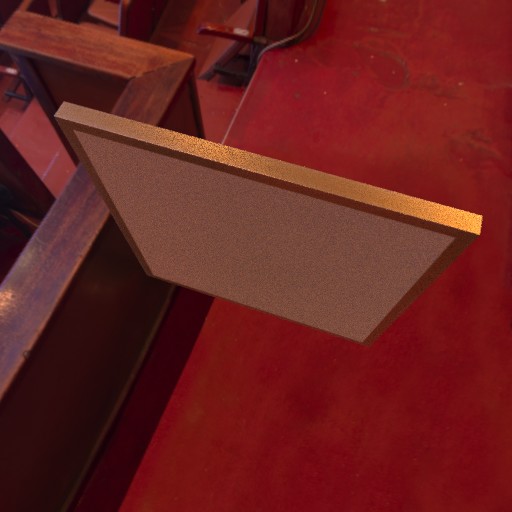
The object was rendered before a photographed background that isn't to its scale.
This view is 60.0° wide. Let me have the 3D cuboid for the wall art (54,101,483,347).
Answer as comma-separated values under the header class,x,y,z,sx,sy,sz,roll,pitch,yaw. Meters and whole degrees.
class,x,y,z,sx,sy,sz,roll,pitch,yaw
wall art,0.000,0.000,1.105,0.762,0.760,0.037,17,66,8
